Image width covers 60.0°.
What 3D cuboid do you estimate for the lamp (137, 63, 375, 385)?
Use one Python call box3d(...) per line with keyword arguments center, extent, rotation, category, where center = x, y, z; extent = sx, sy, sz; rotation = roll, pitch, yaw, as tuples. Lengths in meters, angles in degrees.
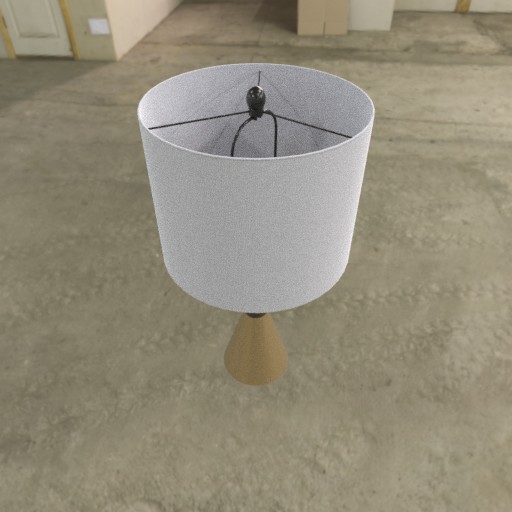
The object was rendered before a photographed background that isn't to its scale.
box3d(center=(0.000, 0.000, 0.754), extent=(0.304, 0.573, 0.304), rotation=(25, 47, 26), category="lamp")
